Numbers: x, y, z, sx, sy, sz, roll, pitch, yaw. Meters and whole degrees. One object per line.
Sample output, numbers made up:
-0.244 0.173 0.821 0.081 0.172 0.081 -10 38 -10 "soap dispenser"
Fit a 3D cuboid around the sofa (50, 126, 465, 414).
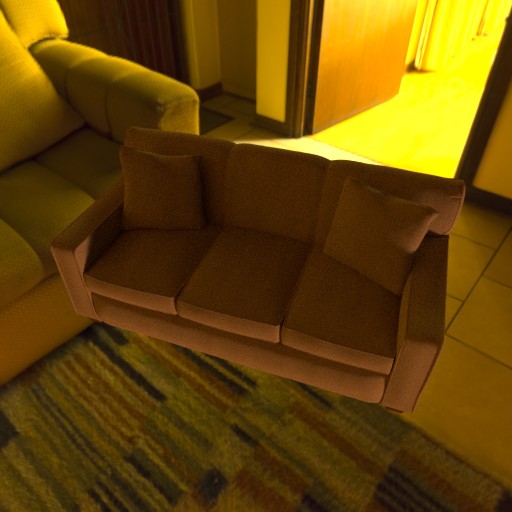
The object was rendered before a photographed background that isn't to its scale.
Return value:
0.000 0.000 2.529 2.024 0.958 0.997 13 43 14 "sofa"
